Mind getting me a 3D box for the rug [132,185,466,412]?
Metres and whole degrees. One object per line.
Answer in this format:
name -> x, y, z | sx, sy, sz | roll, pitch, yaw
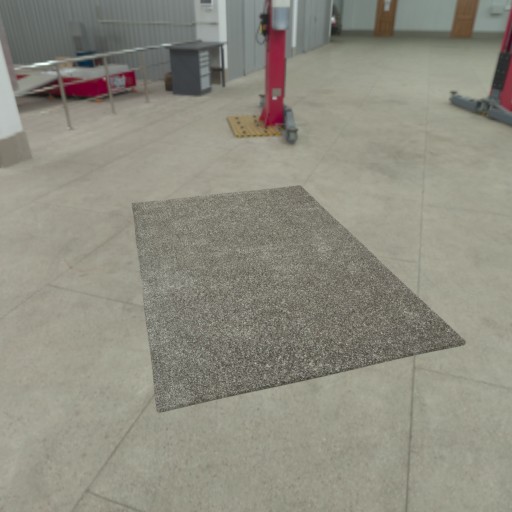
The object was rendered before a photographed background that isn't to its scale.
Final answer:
rug -> 0.000, 0.000, 3.519 | 1.802, 0.026, 2.699 | -8, 31, -14
